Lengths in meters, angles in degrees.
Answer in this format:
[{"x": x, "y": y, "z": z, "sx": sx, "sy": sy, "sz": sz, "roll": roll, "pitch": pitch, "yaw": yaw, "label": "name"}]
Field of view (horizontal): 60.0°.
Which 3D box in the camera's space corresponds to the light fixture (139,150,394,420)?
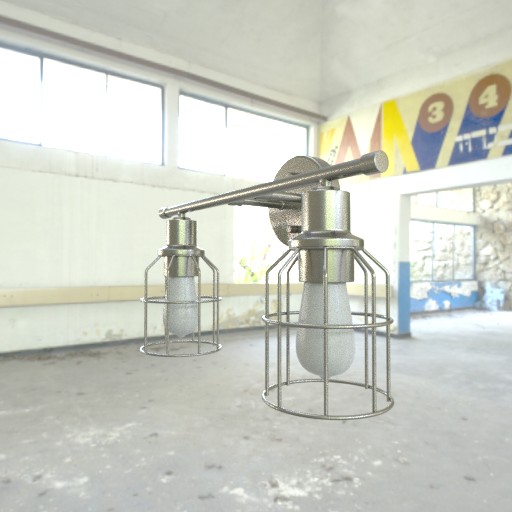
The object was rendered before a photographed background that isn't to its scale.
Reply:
[{"x": 0.000, "y": 0.000, "z": 0.519, "sx": 0.165, "sy": 0.254, "sz": 0.406, "roll": 1, "pitch": -2, "yaw": -36, "label": "light fixture"}]
